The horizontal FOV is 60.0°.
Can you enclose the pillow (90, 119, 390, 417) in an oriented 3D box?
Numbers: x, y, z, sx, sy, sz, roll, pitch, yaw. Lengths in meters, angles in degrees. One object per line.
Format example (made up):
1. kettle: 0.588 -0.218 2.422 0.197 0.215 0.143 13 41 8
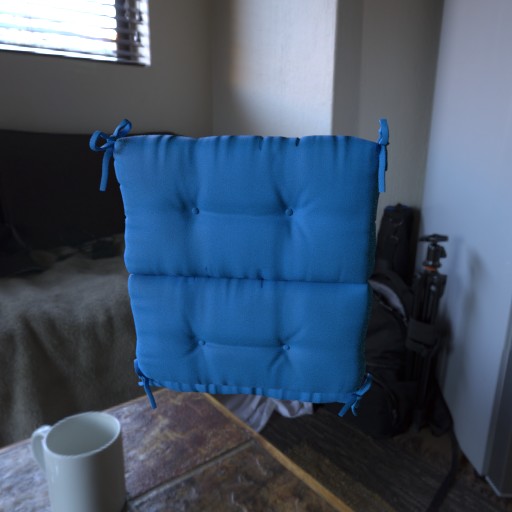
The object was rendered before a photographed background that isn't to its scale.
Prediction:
1. pillow: 0.000 0.000 1.033 0.519 0.605 0.571 2 16 7
